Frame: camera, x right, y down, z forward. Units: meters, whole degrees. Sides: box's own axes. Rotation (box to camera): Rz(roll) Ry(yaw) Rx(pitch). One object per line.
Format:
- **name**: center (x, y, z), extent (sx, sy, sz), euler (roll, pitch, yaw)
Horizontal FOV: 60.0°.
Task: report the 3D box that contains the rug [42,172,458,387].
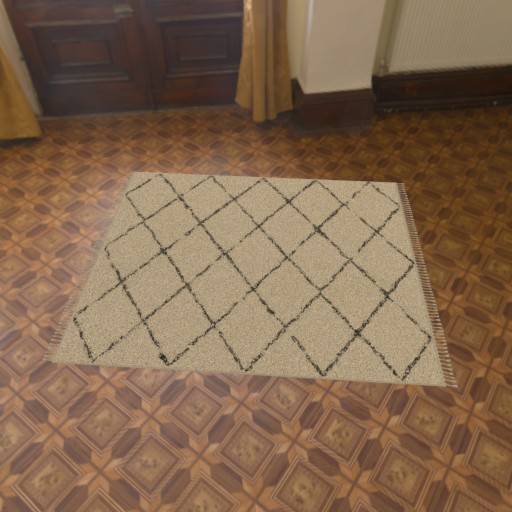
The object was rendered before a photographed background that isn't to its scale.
- **rug**: center (0.000, 0.000, 4.047), extent (3.051, 0.013, 2.380), euler (3, 47, 3)
